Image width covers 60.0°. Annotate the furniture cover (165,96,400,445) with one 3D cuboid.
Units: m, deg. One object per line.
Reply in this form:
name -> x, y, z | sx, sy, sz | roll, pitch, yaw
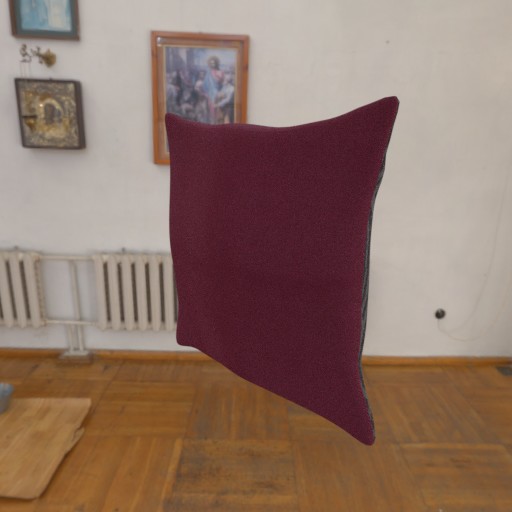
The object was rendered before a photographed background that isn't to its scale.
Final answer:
furniture cover -> 0.000, 0.000, 0.796 | 0.163, 0.513, 0.514 | -14, 20, -43
